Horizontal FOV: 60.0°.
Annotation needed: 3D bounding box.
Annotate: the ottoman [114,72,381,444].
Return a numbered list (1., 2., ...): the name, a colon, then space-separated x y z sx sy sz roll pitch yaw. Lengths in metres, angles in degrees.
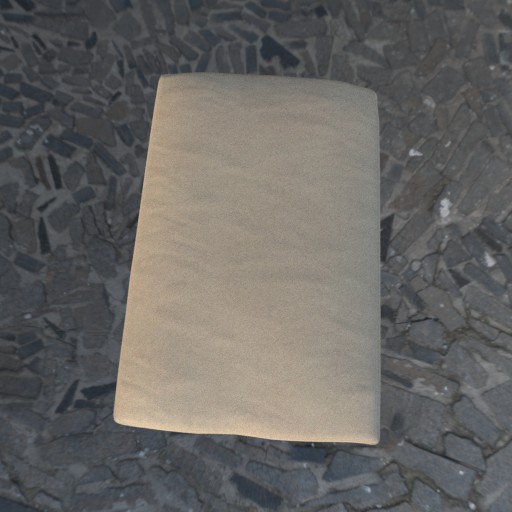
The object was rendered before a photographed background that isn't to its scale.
1. ottoman: 0.000 0.000 1.176 0.590 0.444 0.872 4 76 1
